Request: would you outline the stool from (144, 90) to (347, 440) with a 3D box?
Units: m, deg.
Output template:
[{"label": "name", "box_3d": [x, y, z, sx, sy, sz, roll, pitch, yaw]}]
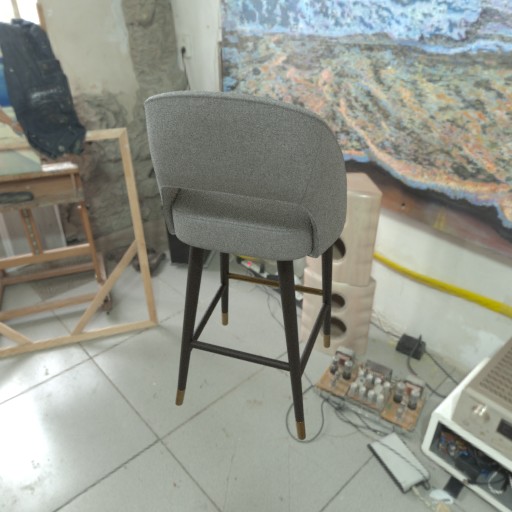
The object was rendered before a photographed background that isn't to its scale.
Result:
[{"label": "stool", "box_3d": [0.000, 0.000, 1.331, 0.494, 1.037, 0.509, 10, 33, 15]}]
